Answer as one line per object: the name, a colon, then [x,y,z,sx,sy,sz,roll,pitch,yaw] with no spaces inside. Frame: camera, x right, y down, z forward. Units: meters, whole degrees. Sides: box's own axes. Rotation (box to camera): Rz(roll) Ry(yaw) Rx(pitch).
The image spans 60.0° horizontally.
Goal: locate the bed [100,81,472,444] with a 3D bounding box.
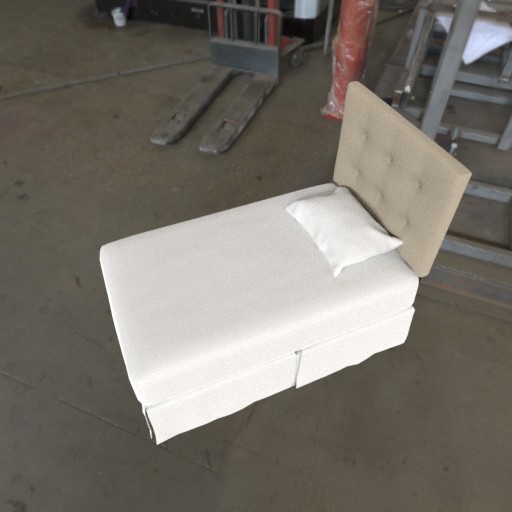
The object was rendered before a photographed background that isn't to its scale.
bed: [0.000,0.000,2.954,1.997,1.571,1.261,-17,49,-15]
